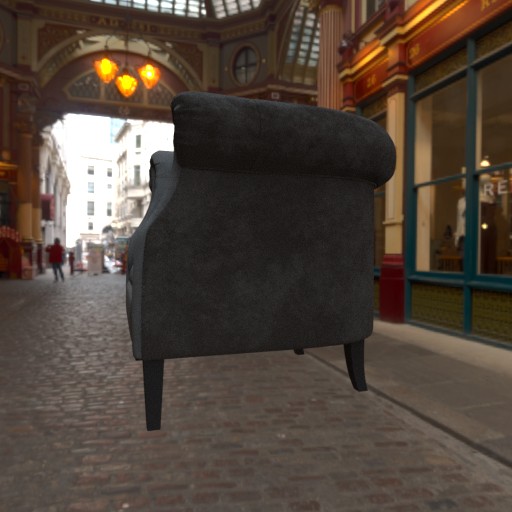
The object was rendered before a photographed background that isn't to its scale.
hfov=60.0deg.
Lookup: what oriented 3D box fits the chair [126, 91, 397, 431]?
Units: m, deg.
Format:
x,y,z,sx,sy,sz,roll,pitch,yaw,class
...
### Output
x,y,z,sx,sy,sz,roll,pitch,yaw,class
0.000,0.000,1.519,0.851,0.826,0.904,0,1,-17,chair
